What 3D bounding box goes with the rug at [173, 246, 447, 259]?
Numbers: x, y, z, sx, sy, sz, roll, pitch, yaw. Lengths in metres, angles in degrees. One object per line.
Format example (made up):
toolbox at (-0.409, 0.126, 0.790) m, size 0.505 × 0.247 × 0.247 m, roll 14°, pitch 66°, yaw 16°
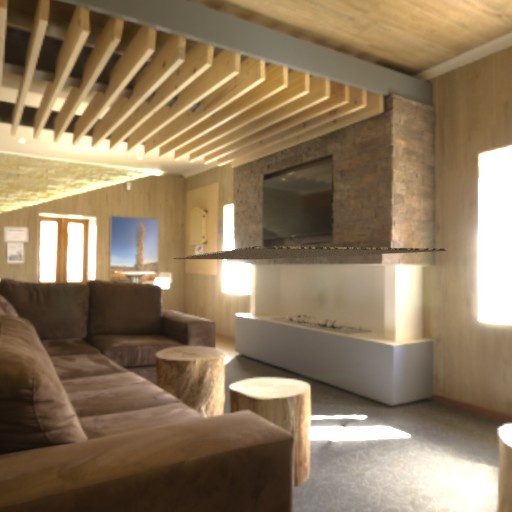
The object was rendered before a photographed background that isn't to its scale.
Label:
rug at (0.000, 0.000, 2.478) m, size 0.686 × 0.008 × 2.286 m, roll 0°, pitch -1°, yaw -16°
